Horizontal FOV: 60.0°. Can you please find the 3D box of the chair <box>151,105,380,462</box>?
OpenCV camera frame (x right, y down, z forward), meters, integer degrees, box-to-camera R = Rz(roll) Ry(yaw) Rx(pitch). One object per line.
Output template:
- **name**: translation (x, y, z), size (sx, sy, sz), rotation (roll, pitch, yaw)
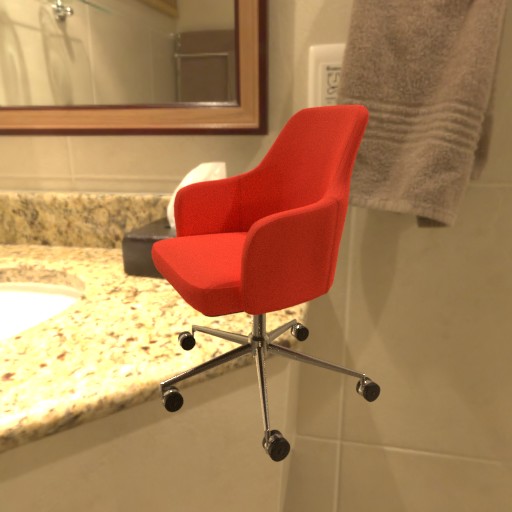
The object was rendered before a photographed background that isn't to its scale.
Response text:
- **chair**: translation (0.000, 0.000, 1.259), size (0.600, 0.820, 0.655), rotation (-8, 19, -25)
